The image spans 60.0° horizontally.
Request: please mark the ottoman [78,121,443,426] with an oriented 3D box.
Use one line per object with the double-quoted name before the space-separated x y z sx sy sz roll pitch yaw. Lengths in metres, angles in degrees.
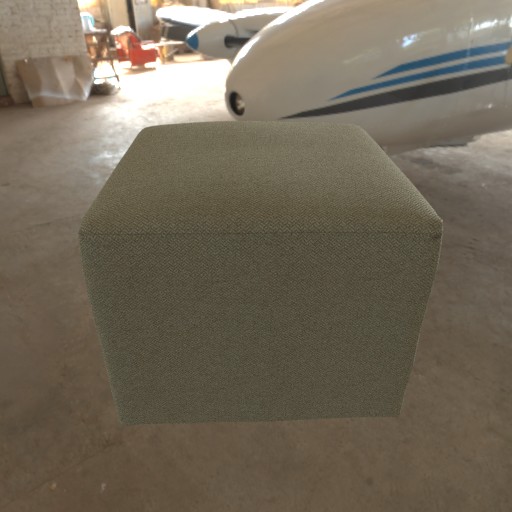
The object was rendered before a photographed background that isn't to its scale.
"ottoman" 0.000 0.000 0.902 0.512 0.453 0.521 -1 32 -2
